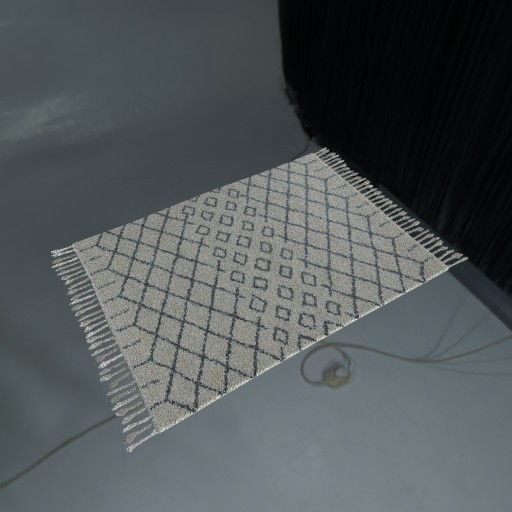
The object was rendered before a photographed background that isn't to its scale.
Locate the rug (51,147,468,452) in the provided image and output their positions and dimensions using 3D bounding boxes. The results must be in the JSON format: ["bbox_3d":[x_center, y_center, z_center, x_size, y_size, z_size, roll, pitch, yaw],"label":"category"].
[{"bbox_3d":[0.000,0.000,3.233,2.615,0.029,1.664,-24,53,-20],"label":"rug"}]
